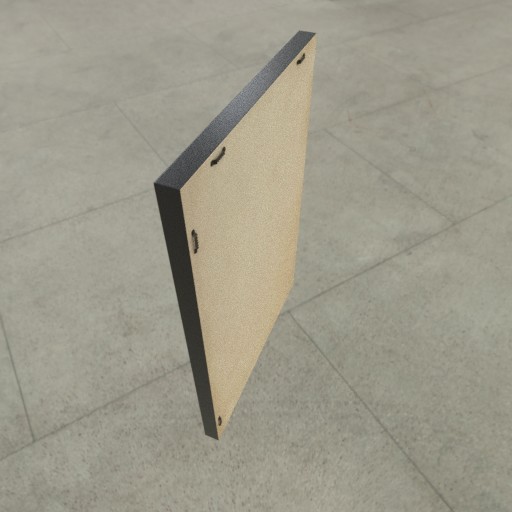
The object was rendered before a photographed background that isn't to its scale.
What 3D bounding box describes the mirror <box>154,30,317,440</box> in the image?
[{"bbox_3d":[0.000,0.000,0.914,0.040,0.710,0.507,17,49,16],"label":"mirror"}]
